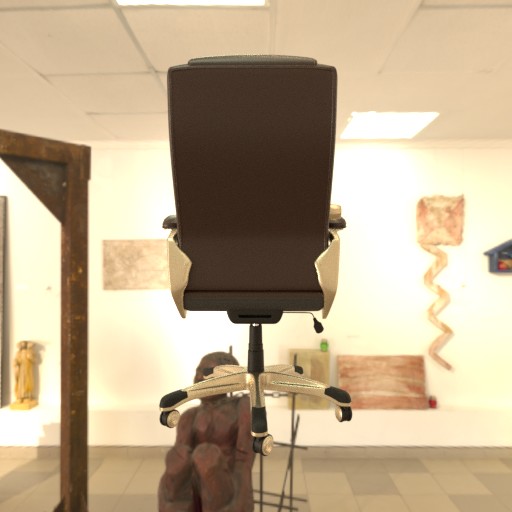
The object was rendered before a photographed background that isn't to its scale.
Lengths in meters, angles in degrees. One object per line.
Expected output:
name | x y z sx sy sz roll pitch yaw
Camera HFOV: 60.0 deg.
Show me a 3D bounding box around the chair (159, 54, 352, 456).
chair | 0.000 0.000 1.646 0.692 1.194 0.749 0 0 0
